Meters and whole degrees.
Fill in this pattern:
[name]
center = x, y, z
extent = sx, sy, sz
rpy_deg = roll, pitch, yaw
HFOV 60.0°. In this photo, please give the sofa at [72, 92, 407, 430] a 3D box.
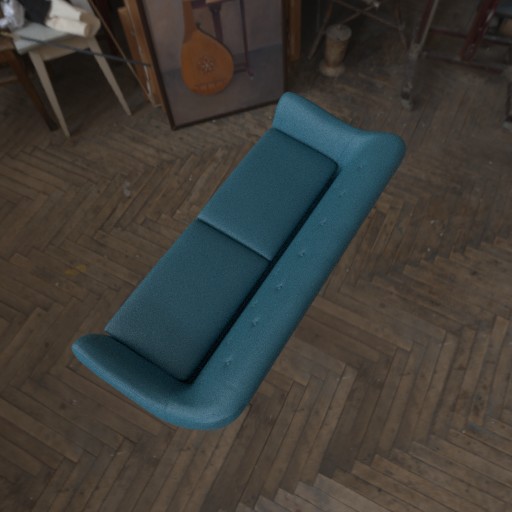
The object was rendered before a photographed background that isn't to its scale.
[sofa]
center = 0.000, 0.000, 2.341
extent = 0.820, 0.836, 1.840
rpy_deg = 31, 68, 14
